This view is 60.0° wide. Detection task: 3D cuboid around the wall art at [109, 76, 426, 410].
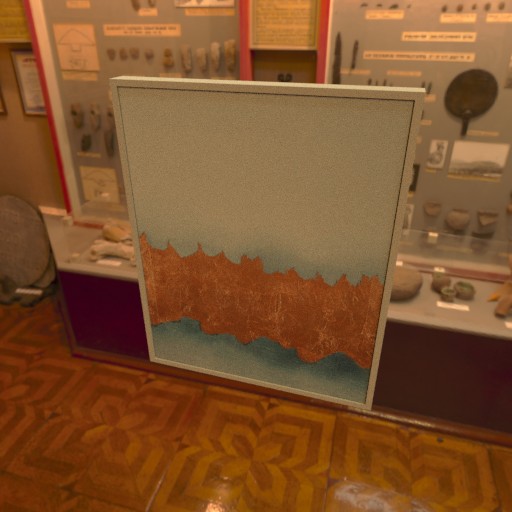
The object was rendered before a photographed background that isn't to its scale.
[{"bbox_3d":[0.000,0.000,0.755,0.451,0.553,0.039,8,30,15],"label":"wall art"}]
